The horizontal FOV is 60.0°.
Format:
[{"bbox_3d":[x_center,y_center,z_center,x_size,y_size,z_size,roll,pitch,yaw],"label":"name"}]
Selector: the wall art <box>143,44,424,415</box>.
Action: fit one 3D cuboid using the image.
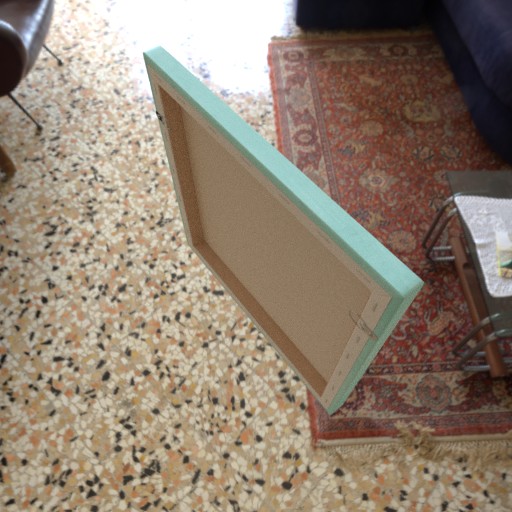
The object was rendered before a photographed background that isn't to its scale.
[{"bbox_3d":[0.000,0.000,1.144,0.054,0.766,0.765,-34,64,-19],"label":"wall art"}]
